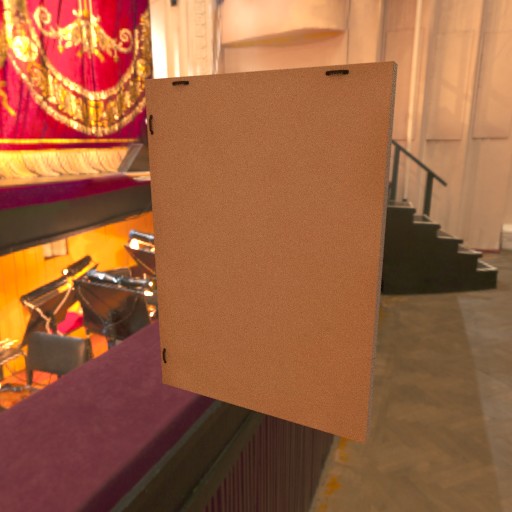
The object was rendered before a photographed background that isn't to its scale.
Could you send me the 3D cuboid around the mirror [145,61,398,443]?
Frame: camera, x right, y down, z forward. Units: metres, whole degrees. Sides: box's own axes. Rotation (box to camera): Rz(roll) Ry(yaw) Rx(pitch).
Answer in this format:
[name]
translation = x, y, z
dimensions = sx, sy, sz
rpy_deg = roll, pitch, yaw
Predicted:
[mirror]
translation = 0.000, 0.000, 0.919
dimensions = 0.507, 0.710, 0.040
rpy_deg = 7, 16, 26
